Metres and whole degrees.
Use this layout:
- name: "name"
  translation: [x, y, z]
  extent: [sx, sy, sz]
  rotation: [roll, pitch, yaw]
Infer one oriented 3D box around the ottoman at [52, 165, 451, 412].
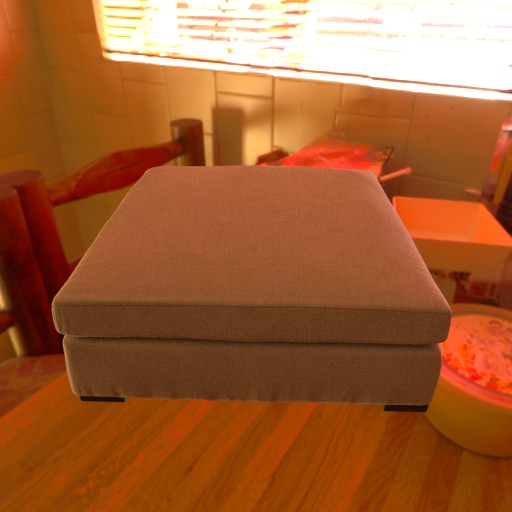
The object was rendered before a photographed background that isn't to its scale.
- name: "ottoman"
  translation: [0.000, 0.000, 1.813]
  extent: [1.203, 0.517, 1.171]
  rotation: [1, 30, 2]
